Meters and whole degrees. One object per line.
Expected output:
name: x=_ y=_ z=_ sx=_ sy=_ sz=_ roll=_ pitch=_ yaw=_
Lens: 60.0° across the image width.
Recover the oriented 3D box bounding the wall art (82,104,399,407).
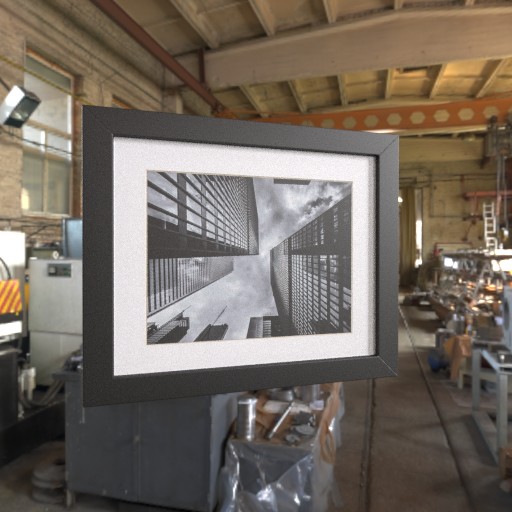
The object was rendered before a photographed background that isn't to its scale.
wall art: x=0.000 y=0.000 z=0.763 sx=0.558 sy=0.457 sz=0.031 roll=0 pitch=0 yaw=-18
